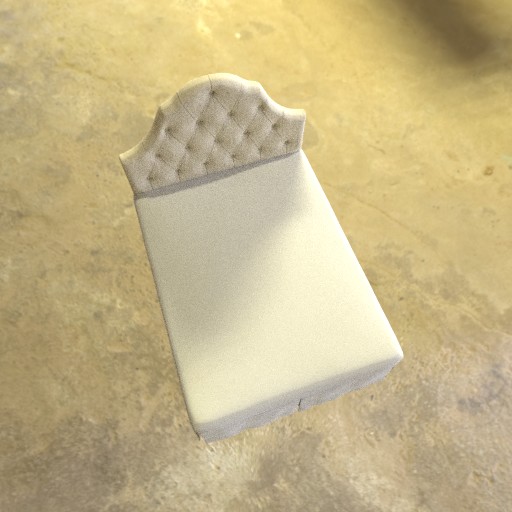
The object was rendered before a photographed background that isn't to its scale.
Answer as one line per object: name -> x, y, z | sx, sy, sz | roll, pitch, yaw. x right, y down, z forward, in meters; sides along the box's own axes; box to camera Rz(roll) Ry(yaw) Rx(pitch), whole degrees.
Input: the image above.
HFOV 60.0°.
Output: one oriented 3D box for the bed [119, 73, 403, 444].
bed -> 0.000, 0.000, 3.263 | 1.627, 1.575, 2.092 | -17, 64, -9
